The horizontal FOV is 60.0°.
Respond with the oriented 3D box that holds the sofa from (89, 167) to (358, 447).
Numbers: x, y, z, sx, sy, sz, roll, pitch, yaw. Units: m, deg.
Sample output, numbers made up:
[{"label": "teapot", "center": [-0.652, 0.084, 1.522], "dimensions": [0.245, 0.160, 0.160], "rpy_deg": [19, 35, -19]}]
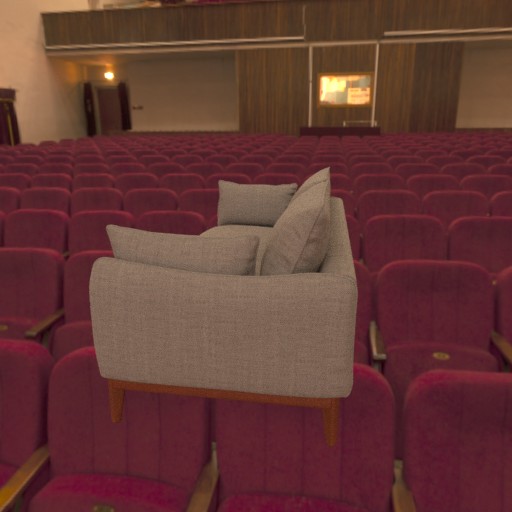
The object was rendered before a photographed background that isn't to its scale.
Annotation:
[{"label": "sofa", "center": [0.000, 0.000, 2.418], "dimensions": [0.972, 0.851, 1.989], "rpy_deg": [2, 15, 9]}]
